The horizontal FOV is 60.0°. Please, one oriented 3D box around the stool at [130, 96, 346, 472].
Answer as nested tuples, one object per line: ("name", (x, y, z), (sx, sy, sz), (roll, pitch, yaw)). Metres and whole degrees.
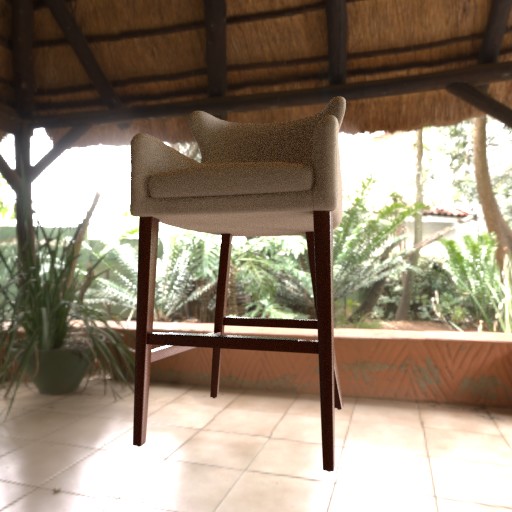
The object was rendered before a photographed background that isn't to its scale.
("stool", (0.000, 0.000, 1.372), (0.556, 1.034, 0.563), (0, -1, 17))
